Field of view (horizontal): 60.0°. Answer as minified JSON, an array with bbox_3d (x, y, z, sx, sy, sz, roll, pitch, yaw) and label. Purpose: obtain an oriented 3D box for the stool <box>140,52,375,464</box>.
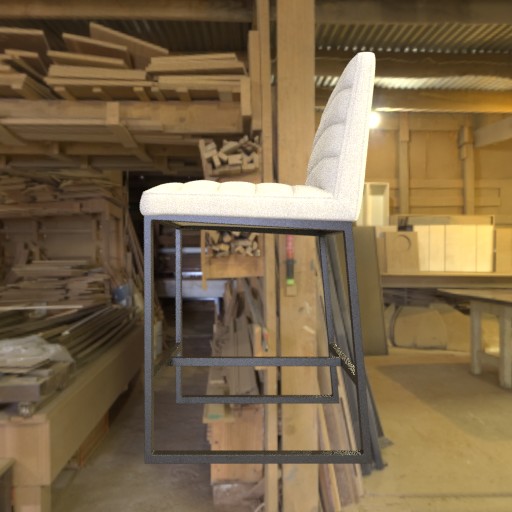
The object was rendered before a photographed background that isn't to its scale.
[{"bbox_3d":[0.000,0.000,1.251,0.567,0.971,0.459,0,1,0],"label":"stool"}]
